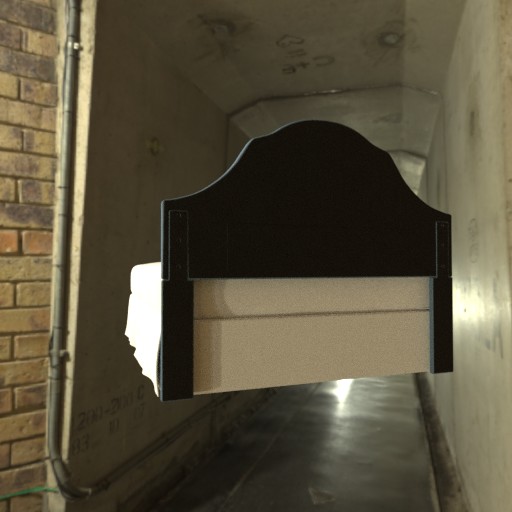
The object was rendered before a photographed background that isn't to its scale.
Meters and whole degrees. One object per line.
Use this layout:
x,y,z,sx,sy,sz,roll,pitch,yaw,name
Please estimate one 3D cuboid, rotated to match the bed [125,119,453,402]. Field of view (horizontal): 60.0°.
0.000,0.000,3.851,2.039,1.617,2.477,0,-1,-20,bed
